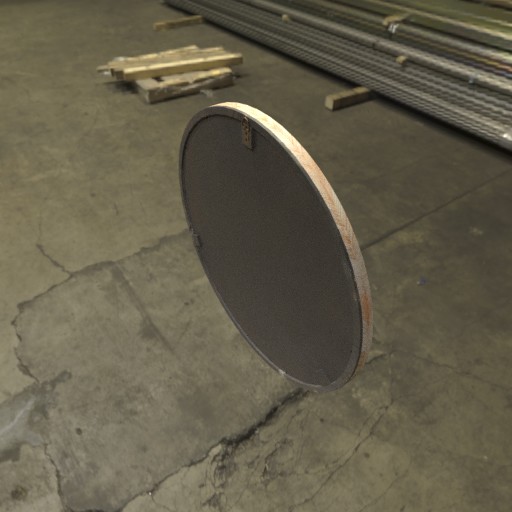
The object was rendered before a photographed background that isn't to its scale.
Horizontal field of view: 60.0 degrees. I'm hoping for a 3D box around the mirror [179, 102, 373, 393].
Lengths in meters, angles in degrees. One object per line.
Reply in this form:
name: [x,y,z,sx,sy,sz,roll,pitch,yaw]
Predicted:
mirror: [0.000,0.000,1.069,0.038,0.710,0.710,-26,48,-25]
